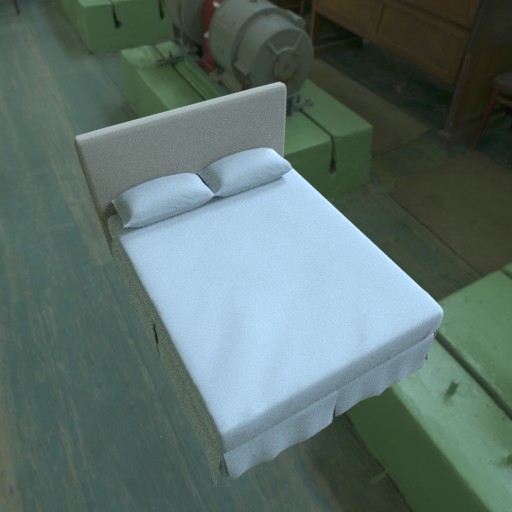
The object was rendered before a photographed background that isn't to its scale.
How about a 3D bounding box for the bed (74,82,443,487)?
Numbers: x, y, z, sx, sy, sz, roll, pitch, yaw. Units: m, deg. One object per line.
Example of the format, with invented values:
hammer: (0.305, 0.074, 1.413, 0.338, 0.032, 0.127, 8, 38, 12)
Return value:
bed: (0.000, 0.000, 3.128, 1.748, 1.330, 2.142, -23, 51, -20)
